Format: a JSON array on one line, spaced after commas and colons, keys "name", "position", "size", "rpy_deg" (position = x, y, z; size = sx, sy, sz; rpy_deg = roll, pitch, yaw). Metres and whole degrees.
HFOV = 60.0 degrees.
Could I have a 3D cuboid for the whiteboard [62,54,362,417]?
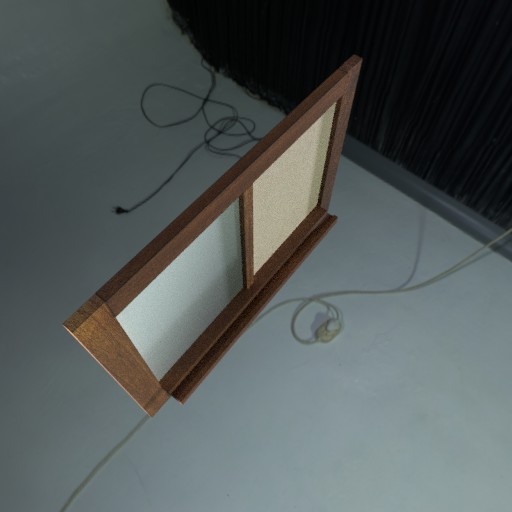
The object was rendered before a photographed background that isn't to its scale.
[{"name": "whiteboard", "position": [0.000, 0.000, 1.010], "size": [0.083, 0.559, 0.783], "rpy_deg": [34, 64, 19]}]
